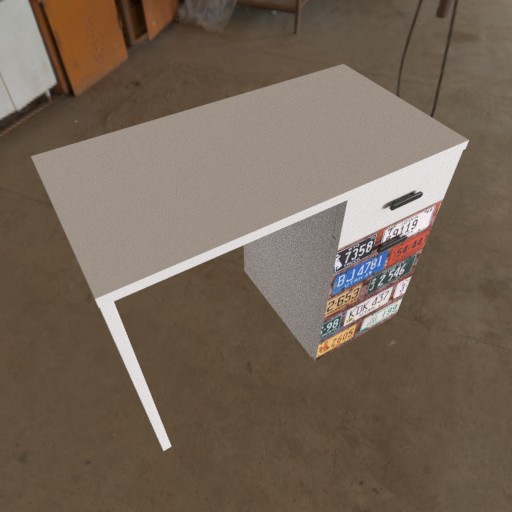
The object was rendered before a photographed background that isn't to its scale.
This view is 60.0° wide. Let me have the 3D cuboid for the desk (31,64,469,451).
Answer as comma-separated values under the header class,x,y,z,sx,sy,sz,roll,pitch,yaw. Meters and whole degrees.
class,x,y,z,sx,sy,sz,roll,pitch,yaw
desk,0.000,0.000,1.289,0.898,0.730,0.482,-24,52,-20
